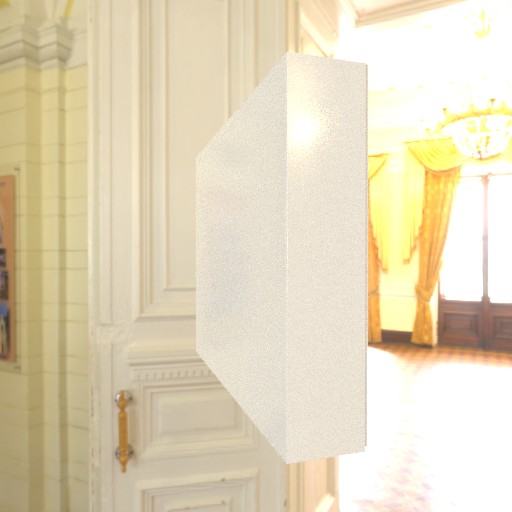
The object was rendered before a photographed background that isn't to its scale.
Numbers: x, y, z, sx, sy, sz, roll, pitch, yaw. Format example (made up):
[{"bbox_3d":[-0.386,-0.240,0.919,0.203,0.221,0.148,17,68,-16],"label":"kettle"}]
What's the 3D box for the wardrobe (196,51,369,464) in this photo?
[{"bbox_3d":[0.000,0.000,4.049,0.580,2.360,3.000,0,1,-18],"label":"wardrobe"}]
